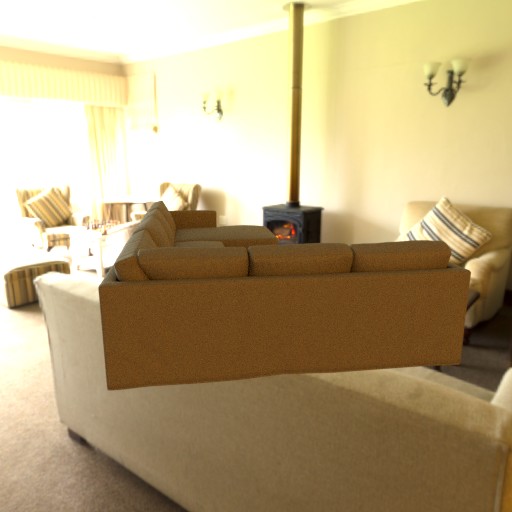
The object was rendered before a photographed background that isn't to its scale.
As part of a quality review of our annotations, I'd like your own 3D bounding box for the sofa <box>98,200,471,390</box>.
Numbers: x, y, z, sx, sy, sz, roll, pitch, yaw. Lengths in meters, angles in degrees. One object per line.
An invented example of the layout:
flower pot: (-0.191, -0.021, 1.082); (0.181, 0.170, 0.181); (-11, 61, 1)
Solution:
sofa: (0.000, 0.000, 4.511); (2.427, 0.882, 3.460); (-2, 13, -8)
